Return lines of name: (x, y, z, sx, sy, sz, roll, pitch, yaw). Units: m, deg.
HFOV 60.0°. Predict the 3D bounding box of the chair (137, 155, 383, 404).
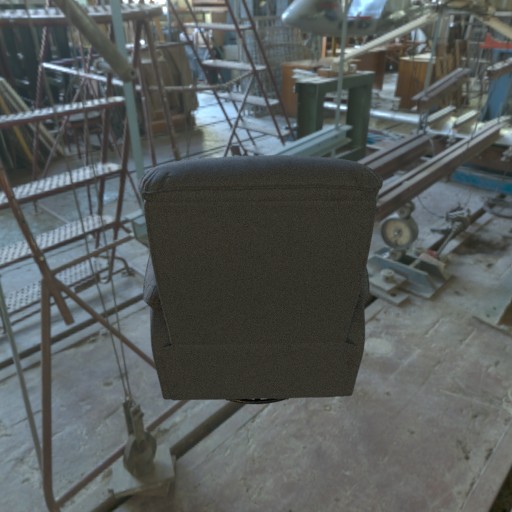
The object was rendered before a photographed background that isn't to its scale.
chair: (0.000, 0.000, 1.708, 0.820, 1.037, 1.004, -1, 30, -1)
